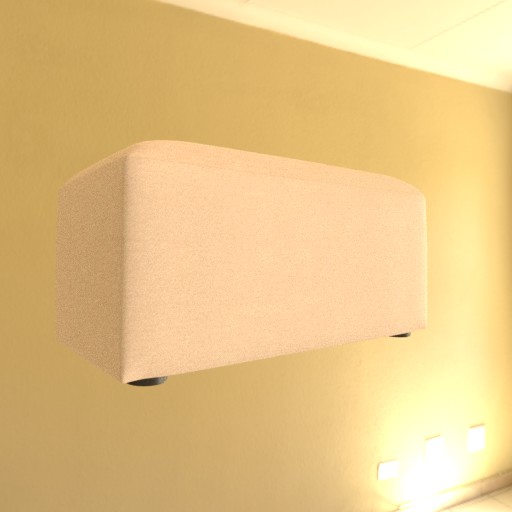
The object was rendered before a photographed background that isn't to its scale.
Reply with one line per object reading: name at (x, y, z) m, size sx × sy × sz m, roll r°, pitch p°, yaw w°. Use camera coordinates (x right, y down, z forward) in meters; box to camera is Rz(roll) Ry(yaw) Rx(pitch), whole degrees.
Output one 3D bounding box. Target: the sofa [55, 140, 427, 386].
sofa at (0.000, 0.000, 1.212) m, size 0.930 × 0.470 × 0.480 m, roll 0°, pitch 0°, yaw -37°
